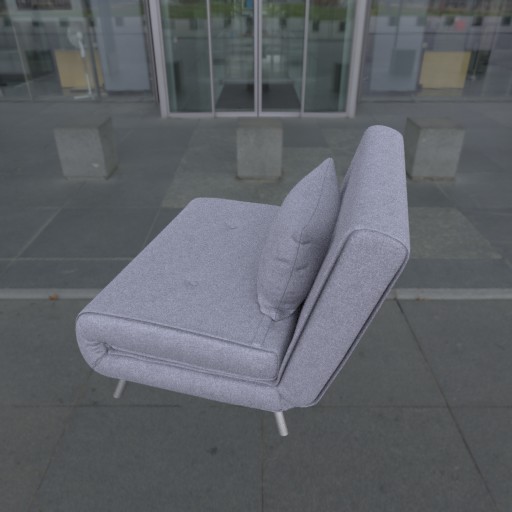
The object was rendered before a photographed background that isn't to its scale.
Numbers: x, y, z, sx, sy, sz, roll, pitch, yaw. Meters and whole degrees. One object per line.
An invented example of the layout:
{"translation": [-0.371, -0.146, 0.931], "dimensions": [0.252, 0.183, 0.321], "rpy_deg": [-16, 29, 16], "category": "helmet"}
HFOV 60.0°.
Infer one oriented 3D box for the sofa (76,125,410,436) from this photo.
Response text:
{"translation": [0.000, 0.000, 1.718], "dimensions": [1.000, 0.825, 1.020], "rpy_deg": [8, 31, 13], "category": "sofa"}
